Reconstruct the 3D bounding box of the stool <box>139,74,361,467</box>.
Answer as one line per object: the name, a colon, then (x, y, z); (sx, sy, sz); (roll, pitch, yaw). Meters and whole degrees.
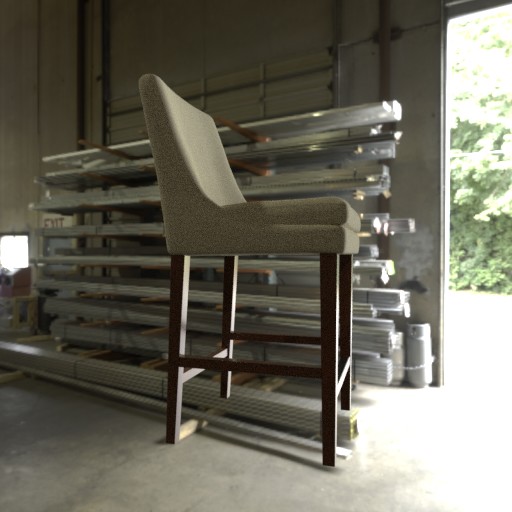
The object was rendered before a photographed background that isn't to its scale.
stool: (0.000, 0.000, 1.304); (0.577, 0.981, 0.470); (0, 0, 17)
